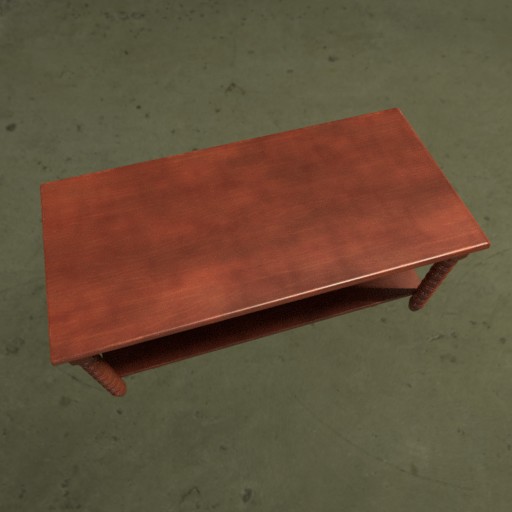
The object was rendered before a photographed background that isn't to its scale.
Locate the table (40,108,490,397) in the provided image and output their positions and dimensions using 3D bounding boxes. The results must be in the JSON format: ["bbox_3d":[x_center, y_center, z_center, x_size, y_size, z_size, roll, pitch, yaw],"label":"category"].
[{"bbox_3d":[0.000,0.000,1.464,1.171,0.485,0.580,-14,60,-9],"label":"table"}]
